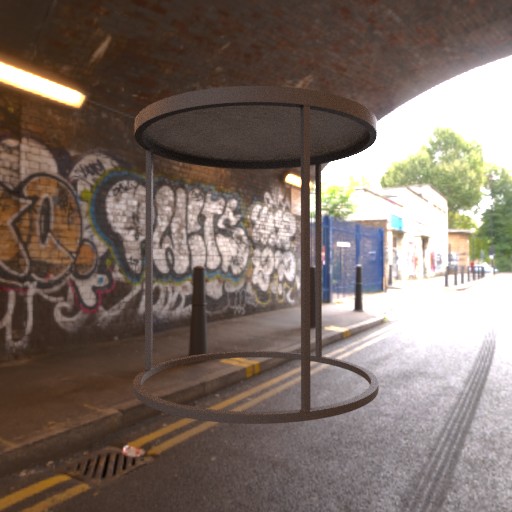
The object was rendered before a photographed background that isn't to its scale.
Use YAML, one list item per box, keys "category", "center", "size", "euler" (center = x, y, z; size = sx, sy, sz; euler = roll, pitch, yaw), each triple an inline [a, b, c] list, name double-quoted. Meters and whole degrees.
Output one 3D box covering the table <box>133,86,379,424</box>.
- category: "table"
  center: [0.000, 0.000, 0.886]
  size: [0.470, 0.498, 0.470]
  euler: [0, -1, 0]
